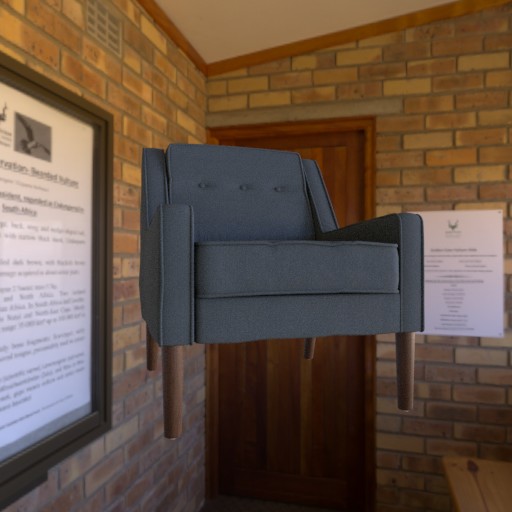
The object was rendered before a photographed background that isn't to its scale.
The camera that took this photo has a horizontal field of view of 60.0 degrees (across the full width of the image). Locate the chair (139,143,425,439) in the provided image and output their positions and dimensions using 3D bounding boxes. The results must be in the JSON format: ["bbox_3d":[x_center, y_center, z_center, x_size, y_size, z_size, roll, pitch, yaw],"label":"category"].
[{"bbox_3d":[0.000,0.000,1.333,0.663,0.780,0.733,0,0,-17],"label":"chair"}]
